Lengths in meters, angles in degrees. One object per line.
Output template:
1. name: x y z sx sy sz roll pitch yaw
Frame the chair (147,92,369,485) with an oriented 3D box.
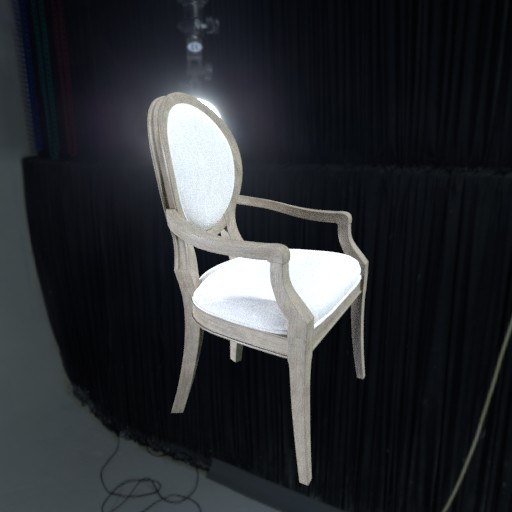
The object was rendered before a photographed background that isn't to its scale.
1. chair: 0.000 0.000 1.391 0.602 0.991 0.611 7 16 26
